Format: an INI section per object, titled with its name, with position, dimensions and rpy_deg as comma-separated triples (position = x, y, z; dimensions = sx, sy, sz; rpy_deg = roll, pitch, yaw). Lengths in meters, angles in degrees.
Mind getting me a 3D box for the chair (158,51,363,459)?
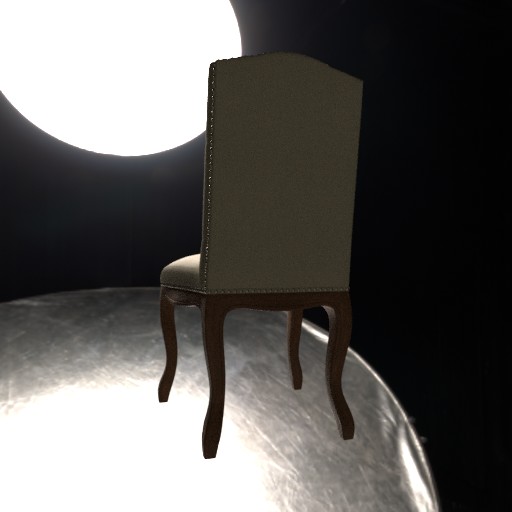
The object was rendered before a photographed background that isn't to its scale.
[chair]
position = 0.000, 0.000, 1.587
dimensions = 0.623, 1.165, 0.715
rpy_deg = 0, -1, -18
